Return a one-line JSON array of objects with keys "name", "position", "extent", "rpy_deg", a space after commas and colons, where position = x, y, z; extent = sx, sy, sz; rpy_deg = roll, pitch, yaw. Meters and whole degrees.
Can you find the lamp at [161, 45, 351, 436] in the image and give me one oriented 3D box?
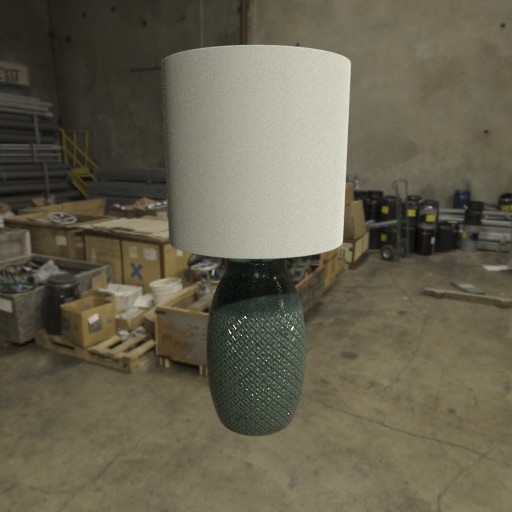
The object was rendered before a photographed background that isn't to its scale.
[{"name": "lamp", "position": [0.000, 0.000, 0.568], "extent": [0.217, 0.453, 0.217], "rpy_deg": [6, 15, 25]}]
